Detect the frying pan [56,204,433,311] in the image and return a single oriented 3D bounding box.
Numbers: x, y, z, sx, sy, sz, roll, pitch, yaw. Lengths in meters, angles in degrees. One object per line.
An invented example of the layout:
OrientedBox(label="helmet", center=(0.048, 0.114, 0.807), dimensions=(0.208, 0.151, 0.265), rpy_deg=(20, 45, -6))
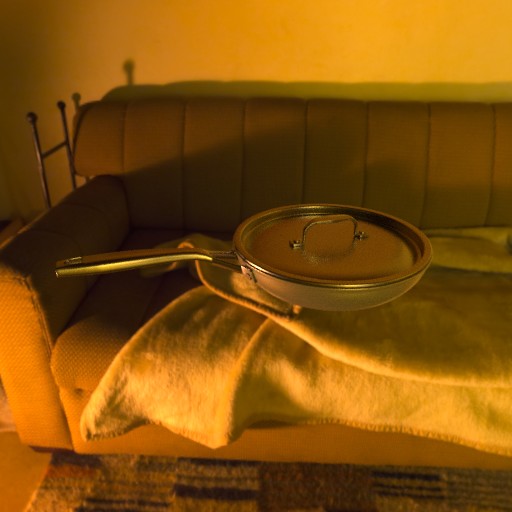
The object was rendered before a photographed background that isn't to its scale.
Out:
OrientedBox(label="frying pan", center=(0.000, 0.000, 0.596), dimensions=(0.490, 0.086, 0.272), rpy_deg=(-8, 27, -16))
